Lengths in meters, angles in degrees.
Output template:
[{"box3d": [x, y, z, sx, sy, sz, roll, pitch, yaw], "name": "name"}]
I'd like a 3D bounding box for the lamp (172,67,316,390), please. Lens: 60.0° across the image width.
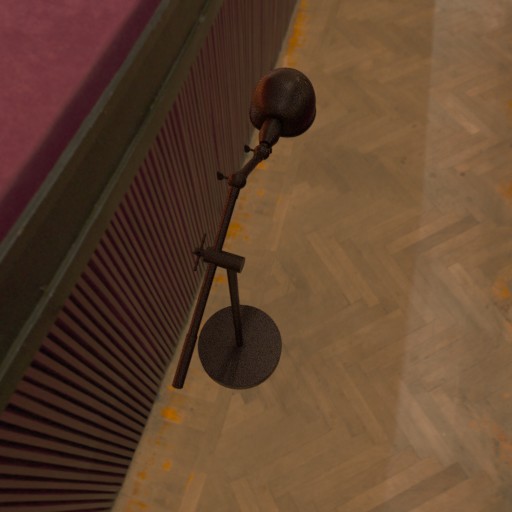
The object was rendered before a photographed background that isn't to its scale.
[{"box3d": [0.000, 0.000, 0.832, 0.185, 0.495, 0.567, 17, 63, 9], "name": "lamp"}]
